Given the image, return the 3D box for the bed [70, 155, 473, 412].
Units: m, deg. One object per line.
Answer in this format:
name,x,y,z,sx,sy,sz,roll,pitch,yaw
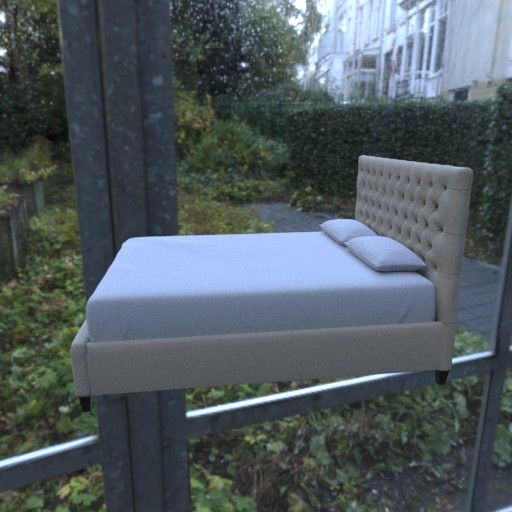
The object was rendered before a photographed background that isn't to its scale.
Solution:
bed,0.000,0.000,3.405,2.387,1.427,1.698,-2,15,-7
